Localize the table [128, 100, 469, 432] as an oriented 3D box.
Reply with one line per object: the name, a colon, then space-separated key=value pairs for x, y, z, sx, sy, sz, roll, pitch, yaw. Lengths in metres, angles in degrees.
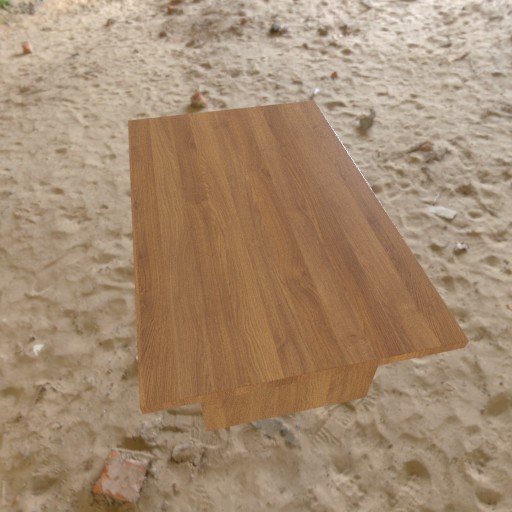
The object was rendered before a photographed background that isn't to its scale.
table: x=0.000 y=0.000 z=1.433 sx=0.700 sy=0.442 sz=1.100 roll=-9 pitch=47 yaw=-9
